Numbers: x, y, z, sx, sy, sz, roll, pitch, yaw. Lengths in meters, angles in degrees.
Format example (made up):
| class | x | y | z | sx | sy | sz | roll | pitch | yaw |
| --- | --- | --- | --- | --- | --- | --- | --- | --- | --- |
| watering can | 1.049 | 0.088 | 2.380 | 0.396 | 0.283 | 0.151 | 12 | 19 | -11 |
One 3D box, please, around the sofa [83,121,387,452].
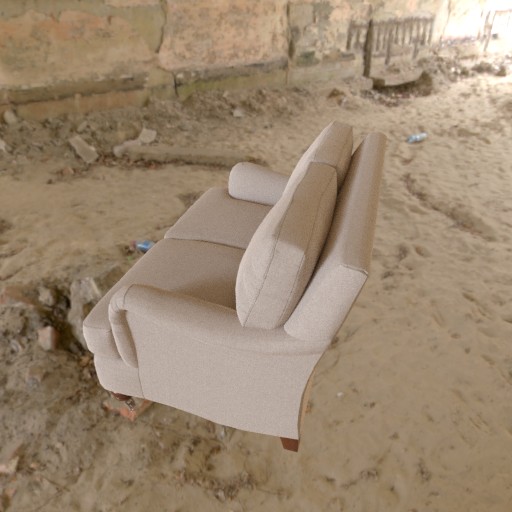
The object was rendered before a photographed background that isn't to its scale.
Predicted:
| class | x | y | z | sx | sy | sz | roll | pitch | yaw |
| --- | --- | --- | --- | --- | --- | --- | --- | --- | --- |
| sofa | 0.000 | 0.000 | 2.214 | 1.087 | 1.048 | 1.508 | 9 | 33 | 14 |
